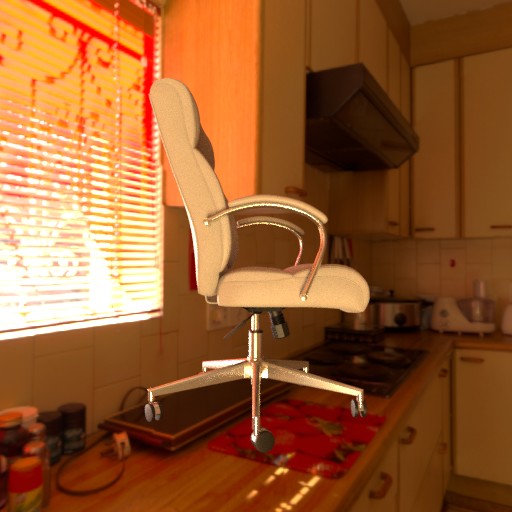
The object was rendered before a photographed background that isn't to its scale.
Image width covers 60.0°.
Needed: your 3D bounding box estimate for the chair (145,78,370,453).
[{"bbox_3d":[0.000,0.000,1.587,0.745,1.099,0.727,0,-1,0],"label":"chair"}]
